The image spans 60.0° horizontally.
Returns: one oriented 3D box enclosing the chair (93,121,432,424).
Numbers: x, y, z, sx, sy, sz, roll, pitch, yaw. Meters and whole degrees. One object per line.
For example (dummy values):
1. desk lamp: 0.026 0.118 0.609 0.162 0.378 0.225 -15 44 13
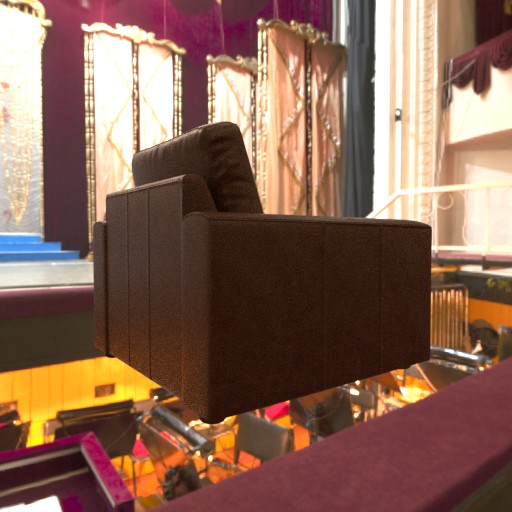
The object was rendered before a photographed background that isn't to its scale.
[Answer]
1. chair: 0.000 0.000 1.804 1.016 0.873 1.005 -2 3 -36
